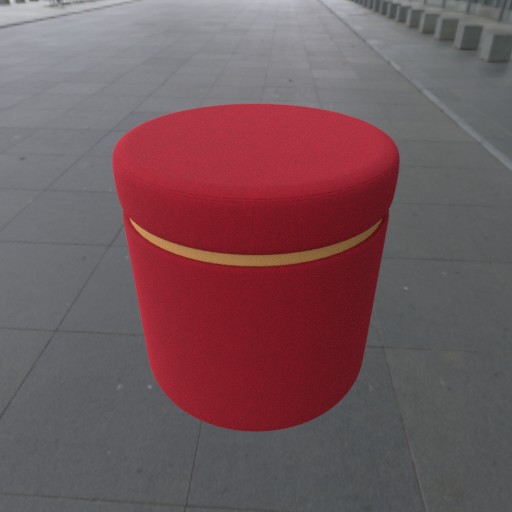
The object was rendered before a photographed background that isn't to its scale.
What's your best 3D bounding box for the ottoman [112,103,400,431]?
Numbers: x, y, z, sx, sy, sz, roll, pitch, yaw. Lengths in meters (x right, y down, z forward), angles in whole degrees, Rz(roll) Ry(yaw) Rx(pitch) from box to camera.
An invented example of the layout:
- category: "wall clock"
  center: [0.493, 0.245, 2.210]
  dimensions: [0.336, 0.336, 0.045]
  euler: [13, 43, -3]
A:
- category: "ottoman"
  center: [0.000, 0.000, 0.735]
  dimensions: [0.400, 0.406, 0.400]
  euler: [0, 33, 0]
